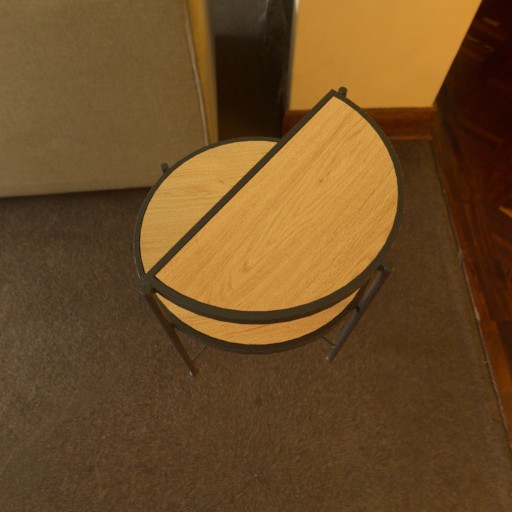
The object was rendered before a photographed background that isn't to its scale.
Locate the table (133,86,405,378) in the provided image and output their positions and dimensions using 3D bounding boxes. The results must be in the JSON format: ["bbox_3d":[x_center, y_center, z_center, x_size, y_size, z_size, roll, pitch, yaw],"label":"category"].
[{"bbox_3d":[0.000,0.000,1.163,0.628,0.684,0.629,36,69,16],"label":"table"}]
